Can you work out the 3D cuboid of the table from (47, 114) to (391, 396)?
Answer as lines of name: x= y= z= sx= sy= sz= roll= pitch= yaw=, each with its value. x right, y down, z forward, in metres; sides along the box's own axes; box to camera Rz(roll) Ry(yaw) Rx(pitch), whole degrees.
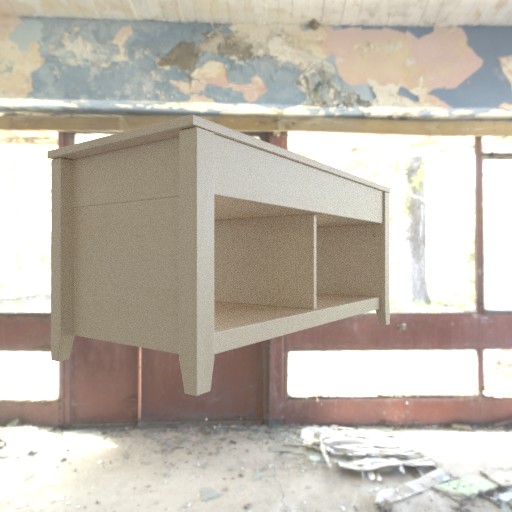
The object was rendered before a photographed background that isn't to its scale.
table: x=0.000 y=0.000 z=1.300 sx=0.457 sy=0.483 sz=1.016 roll=0 pitch=0 yaw=35
